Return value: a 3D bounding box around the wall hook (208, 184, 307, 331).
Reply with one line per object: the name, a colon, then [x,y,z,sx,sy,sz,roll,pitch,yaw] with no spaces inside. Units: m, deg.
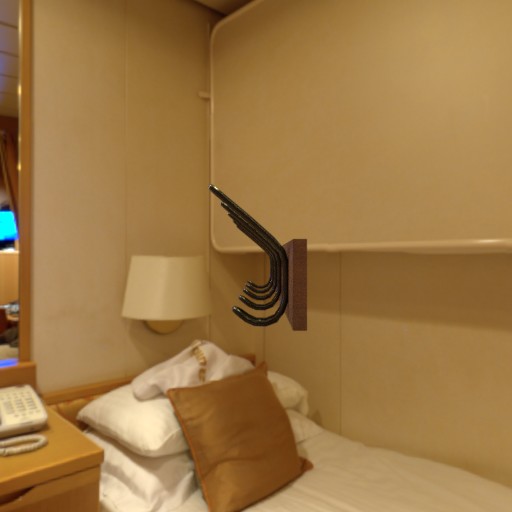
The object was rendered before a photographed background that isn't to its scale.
wall hook: [0.000,0.000,0.587,0.076,0.116,0.554,0,0,0]
